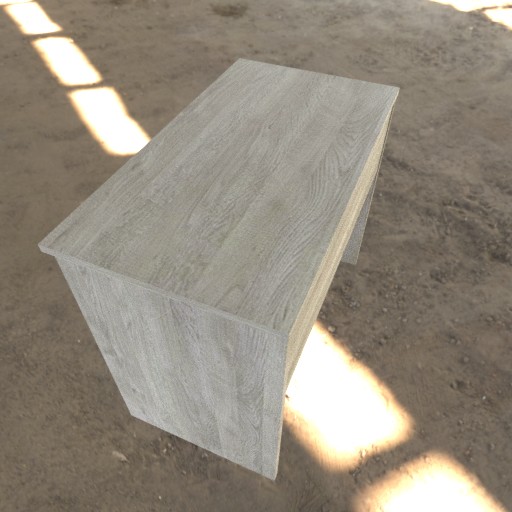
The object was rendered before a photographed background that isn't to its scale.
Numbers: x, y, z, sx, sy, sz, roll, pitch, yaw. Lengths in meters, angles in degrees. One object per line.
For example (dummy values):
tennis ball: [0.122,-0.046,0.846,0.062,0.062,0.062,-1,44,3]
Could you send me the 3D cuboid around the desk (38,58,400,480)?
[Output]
desk: [0.000,0.000,1.300,0.498,0.724,0.893,17,49,16]
